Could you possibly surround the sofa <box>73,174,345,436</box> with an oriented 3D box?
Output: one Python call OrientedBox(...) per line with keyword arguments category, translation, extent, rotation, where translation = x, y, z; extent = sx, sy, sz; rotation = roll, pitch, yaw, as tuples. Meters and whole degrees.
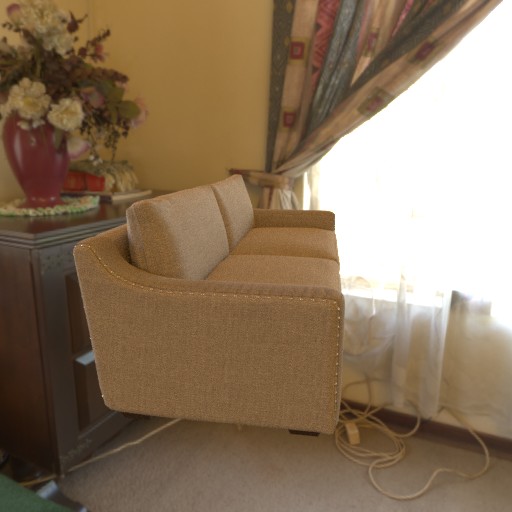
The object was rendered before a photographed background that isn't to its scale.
OrientedBox(category="sofa", translation=(0.000, 0.000, 2.638), extent=(1.000, 0.857, 2.208), rotation=(2, 14, 9))
